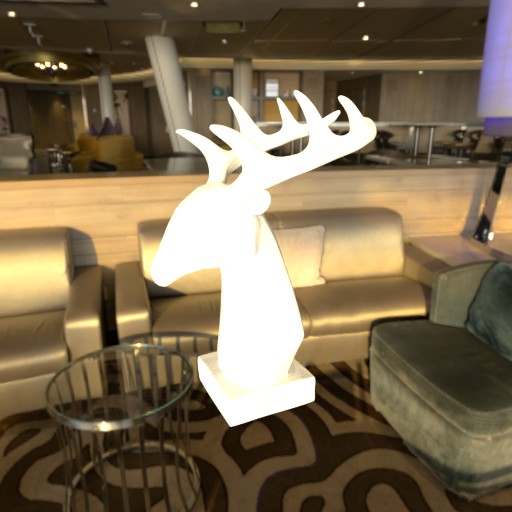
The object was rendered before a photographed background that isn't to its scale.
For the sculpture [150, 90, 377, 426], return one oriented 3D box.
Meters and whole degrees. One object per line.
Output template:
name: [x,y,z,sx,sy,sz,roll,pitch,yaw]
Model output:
sculpture: [0.000,0.000,0.473,0.224,0.329,0.174,-8,18,-24]
